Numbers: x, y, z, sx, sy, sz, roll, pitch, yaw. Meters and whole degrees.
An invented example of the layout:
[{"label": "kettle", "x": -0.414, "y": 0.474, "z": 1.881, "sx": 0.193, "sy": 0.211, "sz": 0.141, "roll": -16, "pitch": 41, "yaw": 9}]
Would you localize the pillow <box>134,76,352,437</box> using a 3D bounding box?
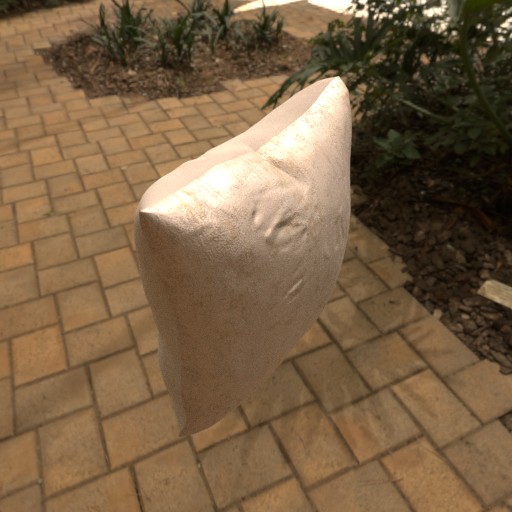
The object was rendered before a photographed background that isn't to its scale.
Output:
[{"label": "pillow", "x": 0.000, "y": 0.000, "z": 0.710, "sx": 0.245, "sy": 0.448, "sz": 0.450, "roll": 25, "pitch": 47, "yaw": 26}]
